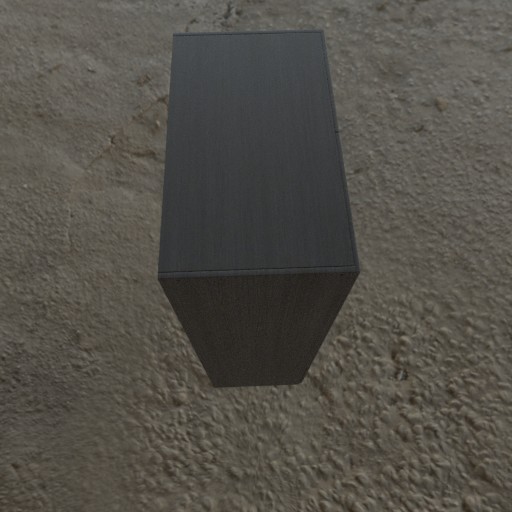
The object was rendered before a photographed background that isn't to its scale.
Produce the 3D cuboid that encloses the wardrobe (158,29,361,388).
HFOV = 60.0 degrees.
[{"bbox_3d":[0.000,0.000,2.247,0.577,1.808,0.991,-2,64,-1],"label":"wardrobe"}]
